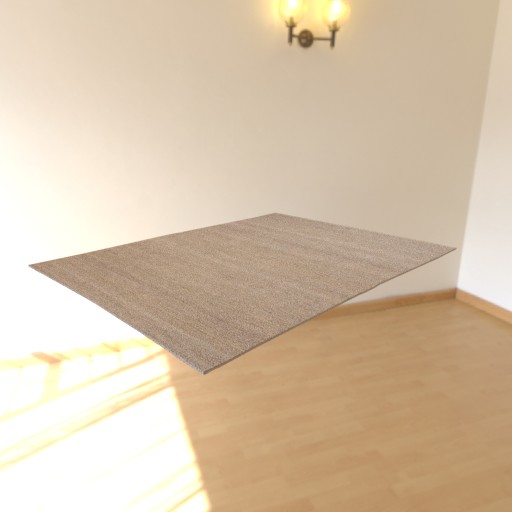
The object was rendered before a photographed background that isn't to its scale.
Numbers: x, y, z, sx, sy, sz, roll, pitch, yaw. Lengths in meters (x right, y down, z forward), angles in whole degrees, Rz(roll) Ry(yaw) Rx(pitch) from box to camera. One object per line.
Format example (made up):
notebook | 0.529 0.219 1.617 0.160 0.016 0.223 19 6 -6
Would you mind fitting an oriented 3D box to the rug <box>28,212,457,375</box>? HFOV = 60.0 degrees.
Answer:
rug | 0.000 0.000 4.175 3.245 0.046 2.467 -16 24 -42
